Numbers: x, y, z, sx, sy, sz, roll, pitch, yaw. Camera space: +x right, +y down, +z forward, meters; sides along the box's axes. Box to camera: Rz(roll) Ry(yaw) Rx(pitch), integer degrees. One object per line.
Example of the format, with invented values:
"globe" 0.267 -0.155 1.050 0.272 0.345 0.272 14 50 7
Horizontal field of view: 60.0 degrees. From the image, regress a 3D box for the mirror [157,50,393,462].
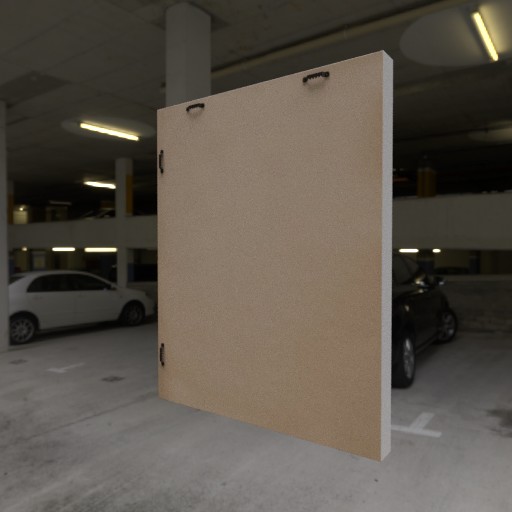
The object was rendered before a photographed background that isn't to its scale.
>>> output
"mirror" 0.000 0.000 0.677 0.405 0.508 0.041 1 1 36
